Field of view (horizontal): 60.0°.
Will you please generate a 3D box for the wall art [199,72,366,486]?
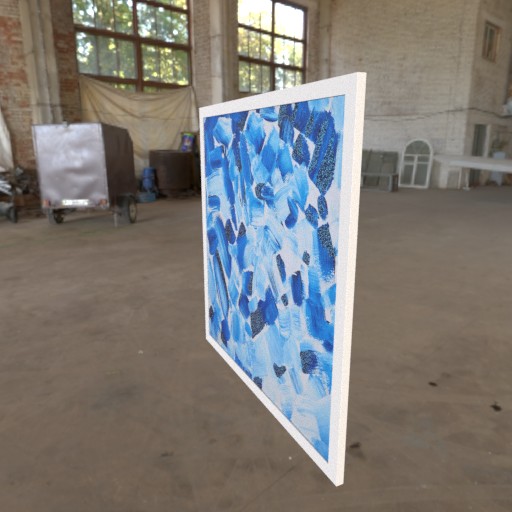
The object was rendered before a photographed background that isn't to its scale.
[{"bbox_3d":[0.000,0.000,0.968,0.015,0.660,0.660,-7,16,-25],"label":"wall art"}]
